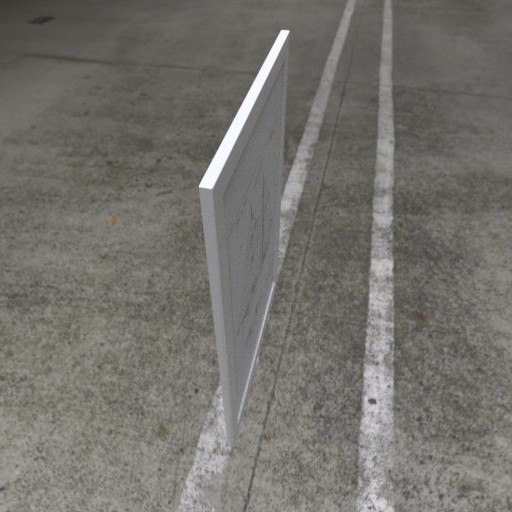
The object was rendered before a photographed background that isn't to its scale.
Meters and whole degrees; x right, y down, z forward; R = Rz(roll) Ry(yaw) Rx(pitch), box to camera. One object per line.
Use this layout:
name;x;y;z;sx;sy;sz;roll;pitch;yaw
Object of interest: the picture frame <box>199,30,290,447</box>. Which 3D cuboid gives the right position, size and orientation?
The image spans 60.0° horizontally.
picture frame;0.000;0.000;0.685;0.012;0.534;0.381;9;46;9
